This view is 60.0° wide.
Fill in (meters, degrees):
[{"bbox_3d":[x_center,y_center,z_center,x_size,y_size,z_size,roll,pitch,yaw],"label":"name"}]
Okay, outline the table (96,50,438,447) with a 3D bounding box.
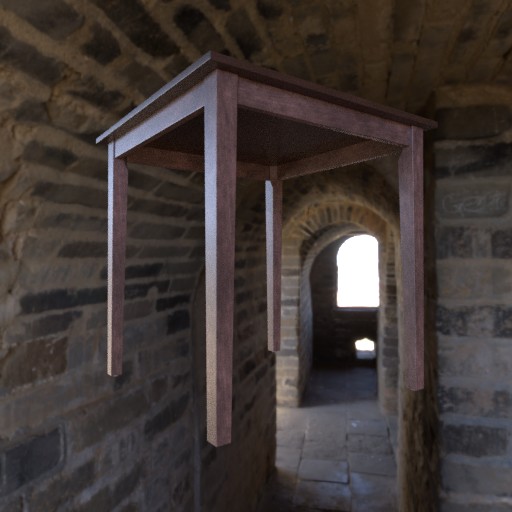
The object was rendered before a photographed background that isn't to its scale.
[{"bbox_3d":[0.000,0.000,1.357,0.749,0.770,0.749,0,-1,-35],"label":"table"}]
